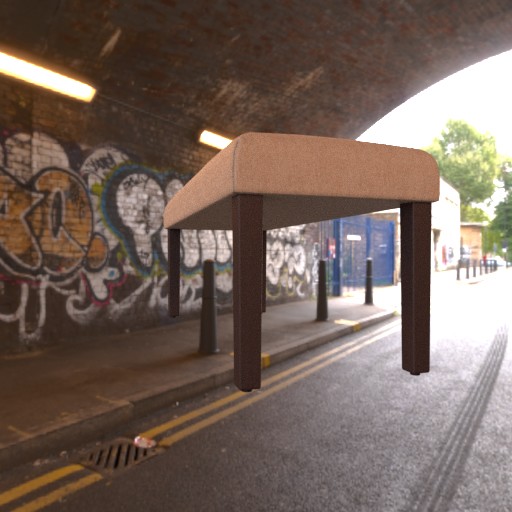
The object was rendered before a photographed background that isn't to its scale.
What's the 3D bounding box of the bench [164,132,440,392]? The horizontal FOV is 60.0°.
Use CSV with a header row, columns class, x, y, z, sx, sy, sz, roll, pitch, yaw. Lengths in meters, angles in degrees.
class,x,y,z,sx,sy,sz,roll,pitch,yaw
bench,0.000,0.000,1.250,0.407,0.456,1.013,0,0,-18
